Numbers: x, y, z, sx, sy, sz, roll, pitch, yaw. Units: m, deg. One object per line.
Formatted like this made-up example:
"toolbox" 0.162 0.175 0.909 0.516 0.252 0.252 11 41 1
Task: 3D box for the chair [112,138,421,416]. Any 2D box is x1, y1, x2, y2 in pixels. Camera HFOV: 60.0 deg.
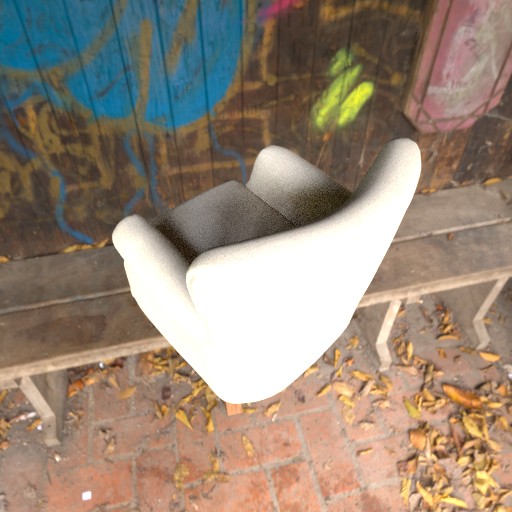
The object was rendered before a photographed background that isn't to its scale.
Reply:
"chair" 0.000 0.000 1.657 0.861 0.936 0.921 -33 54 -28
